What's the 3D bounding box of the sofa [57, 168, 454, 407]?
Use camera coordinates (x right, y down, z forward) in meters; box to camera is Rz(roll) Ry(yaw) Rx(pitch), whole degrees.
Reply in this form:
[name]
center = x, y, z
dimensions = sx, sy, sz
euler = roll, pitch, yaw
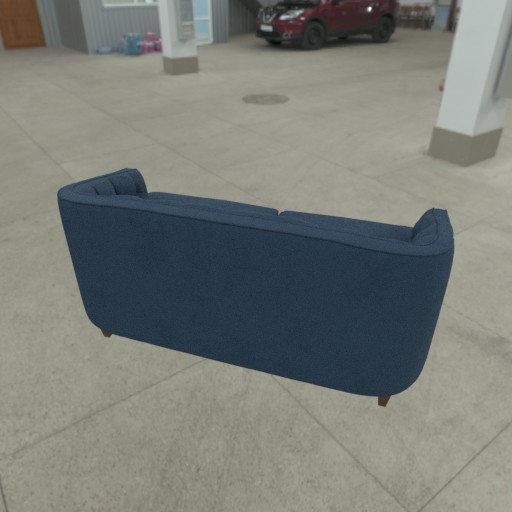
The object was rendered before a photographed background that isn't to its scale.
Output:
[sofa]
center = 0.000, 0.000, 2.222
dimensions = 1.733, 0.854, 0.941
euler = 10, 33, 16
